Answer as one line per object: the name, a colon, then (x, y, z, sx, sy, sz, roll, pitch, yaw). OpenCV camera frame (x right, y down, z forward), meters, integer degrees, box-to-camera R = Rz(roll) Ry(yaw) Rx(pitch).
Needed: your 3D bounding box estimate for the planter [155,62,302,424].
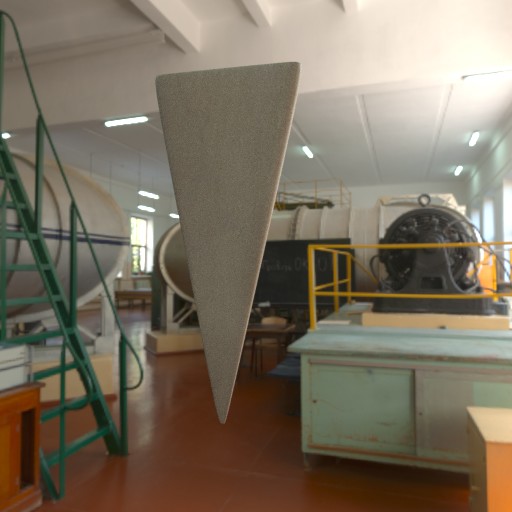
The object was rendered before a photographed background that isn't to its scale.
planter: (0.000, 0.000, 0.273, 0.101, 0.224, 0.081, 1, -2, -37)
